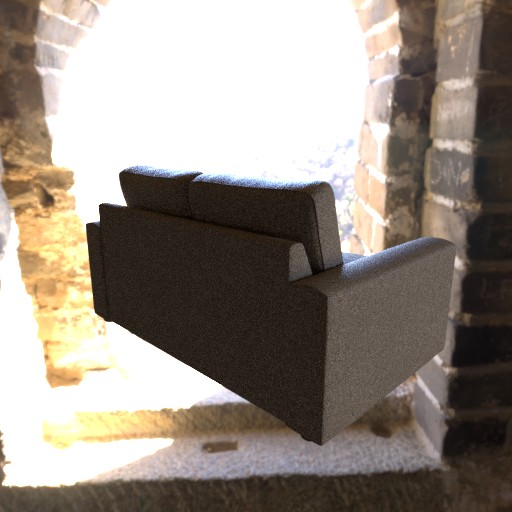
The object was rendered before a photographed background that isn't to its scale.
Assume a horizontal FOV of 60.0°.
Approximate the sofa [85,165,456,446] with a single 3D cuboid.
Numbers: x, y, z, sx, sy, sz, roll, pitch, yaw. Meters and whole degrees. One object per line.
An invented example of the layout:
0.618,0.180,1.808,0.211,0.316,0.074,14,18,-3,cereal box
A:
0.000,0.000,2.231,1.616,0.873,1.016,15,21,43,sofa
